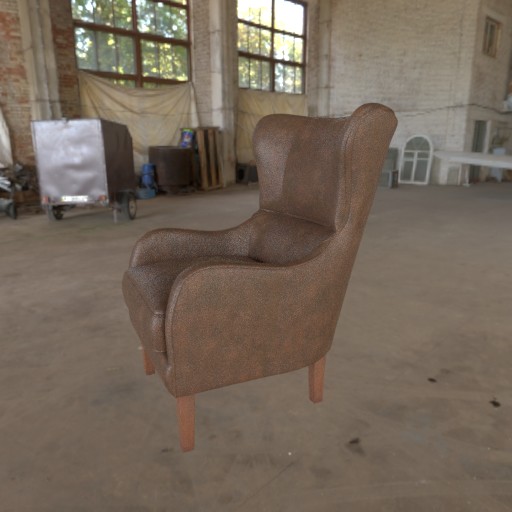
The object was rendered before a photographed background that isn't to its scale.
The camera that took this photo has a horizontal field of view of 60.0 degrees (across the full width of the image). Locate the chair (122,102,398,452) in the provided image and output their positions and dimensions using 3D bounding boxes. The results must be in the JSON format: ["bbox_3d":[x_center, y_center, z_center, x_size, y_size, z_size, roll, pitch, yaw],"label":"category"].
[{"bbox_3d":[0.000,0.000,1.638,0.914,1.048,0.692,-7,16,-25],"label":"chair"}]
